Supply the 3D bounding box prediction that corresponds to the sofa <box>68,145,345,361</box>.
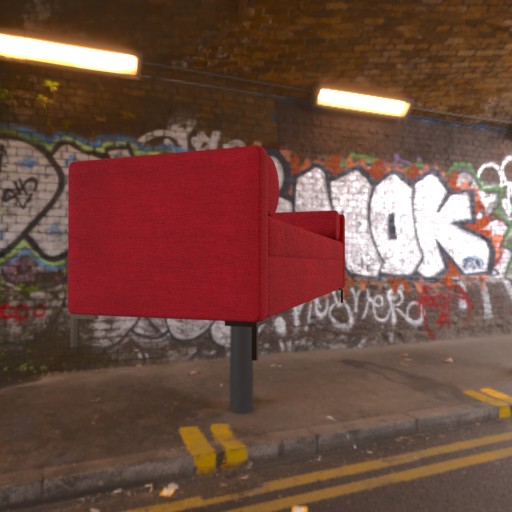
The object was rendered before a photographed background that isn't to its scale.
[{"bbox_3d":[0.000,0.000,2.310,0.686,0.635,1.981,0,-1,18],"label":"sofa"}]
